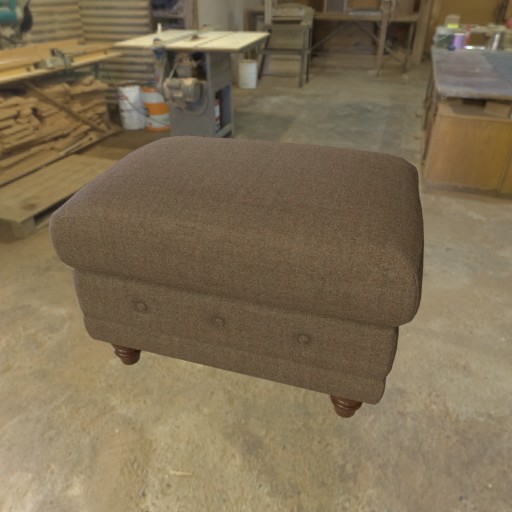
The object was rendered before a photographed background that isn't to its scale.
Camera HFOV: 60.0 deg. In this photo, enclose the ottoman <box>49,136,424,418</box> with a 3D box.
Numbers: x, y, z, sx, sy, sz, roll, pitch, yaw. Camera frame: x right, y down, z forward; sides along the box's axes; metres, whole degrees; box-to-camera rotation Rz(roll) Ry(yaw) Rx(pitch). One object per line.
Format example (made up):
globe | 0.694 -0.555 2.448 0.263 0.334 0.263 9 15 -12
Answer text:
ottoman | 0.000 0.000 1.208 0.809 0.555 0.599 9 33 14
